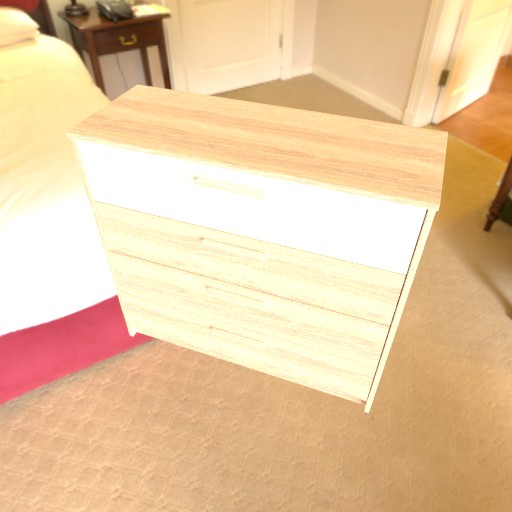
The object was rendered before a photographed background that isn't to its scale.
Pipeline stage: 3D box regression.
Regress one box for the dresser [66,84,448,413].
[{"bbox_3d":[0.000,0.000,1.509,0.980,0.900,0.380,14,44,15],"label":"dresser"}]
